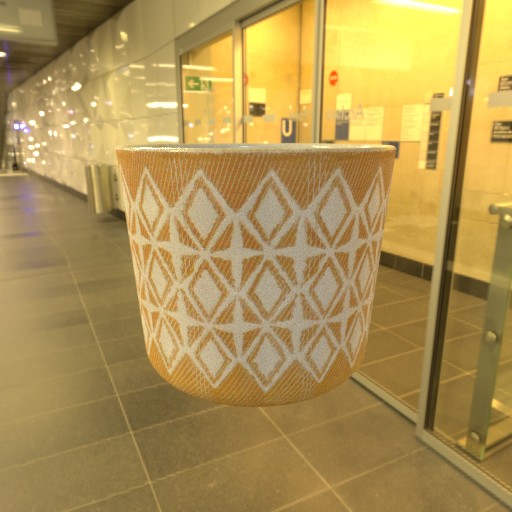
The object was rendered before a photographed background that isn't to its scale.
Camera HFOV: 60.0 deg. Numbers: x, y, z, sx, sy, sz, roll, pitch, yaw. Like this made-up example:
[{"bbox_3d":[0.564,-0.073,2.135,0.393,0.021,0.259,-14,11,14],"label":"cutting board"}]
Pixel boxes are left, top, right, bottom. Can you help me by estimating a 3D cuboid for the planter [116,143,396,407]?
[{"bbox_3d":[0.000,0.000,0.340,0.193,0.165,0.193,0,15,0],"label":"planter"}]
